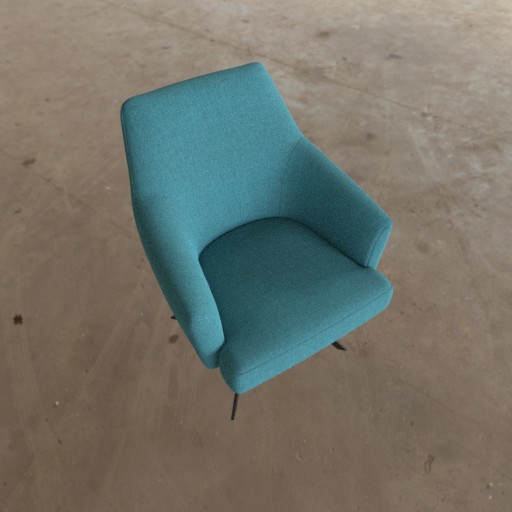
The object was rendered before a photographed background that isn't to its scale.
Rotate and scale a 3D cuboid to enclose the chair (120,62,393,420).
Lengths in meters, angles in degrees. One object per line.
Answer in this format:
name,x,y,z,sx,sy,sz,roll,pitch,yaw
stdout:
chair,0.000,0.000,1.358,0.642,0.874,0.677,-25,53,-21
